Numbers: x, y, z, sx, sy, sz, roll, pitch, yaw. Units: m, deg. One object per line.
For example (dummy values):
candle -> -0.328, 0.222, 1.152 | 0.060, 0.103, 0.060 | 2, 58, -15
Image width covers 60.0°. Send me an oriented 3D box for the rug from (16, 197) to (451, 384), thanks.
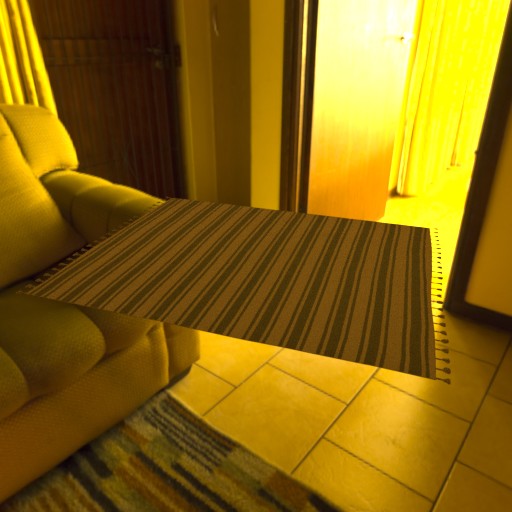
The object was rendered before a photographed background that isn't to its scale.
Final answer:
rug -> 0.000, 0.000, 4.030 | 3.201, 0.005, 2.439 | 9, 28, 17
